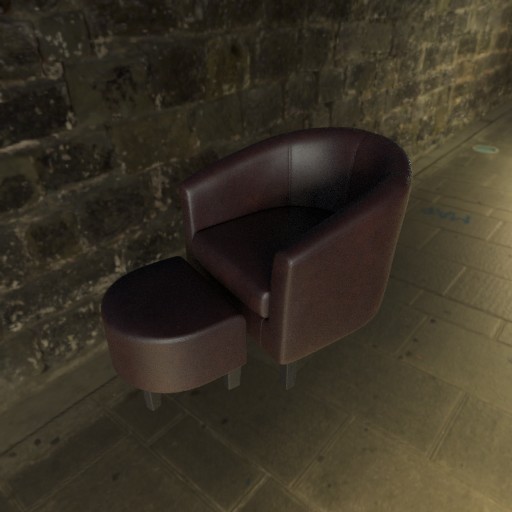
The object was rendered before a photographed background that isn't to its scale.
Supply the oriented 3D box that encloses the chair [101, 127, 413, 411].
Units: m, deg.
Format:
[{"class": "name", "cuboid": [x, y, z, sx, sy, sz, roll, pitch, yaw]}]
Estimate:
[{"class": "chair", "cuboid": [0.000, 0.000, 1.670, 1.176, 0.755, 0.737, -20, 36, -29]}]
